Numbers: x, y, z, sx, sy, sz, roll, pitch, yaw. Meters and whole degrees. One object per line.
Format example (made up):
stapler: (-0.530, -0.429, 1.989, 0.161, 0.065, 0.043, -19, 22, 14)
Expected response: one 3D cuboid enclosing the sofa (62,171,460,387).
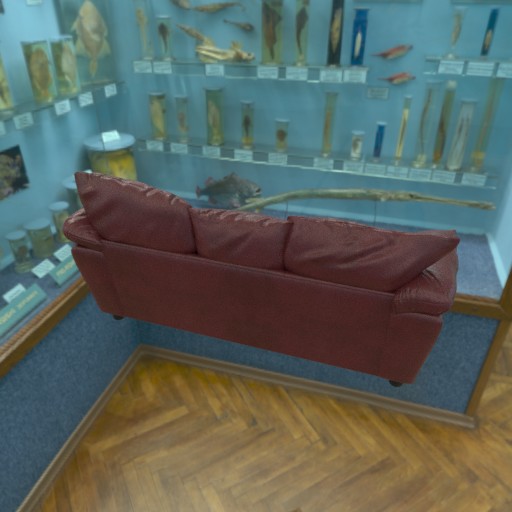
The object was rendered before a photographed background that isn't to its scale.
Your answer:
sofa: (0.000, 0.000, 2.872, 2.390, 1.091, 0.907, 10, 33, 16)
